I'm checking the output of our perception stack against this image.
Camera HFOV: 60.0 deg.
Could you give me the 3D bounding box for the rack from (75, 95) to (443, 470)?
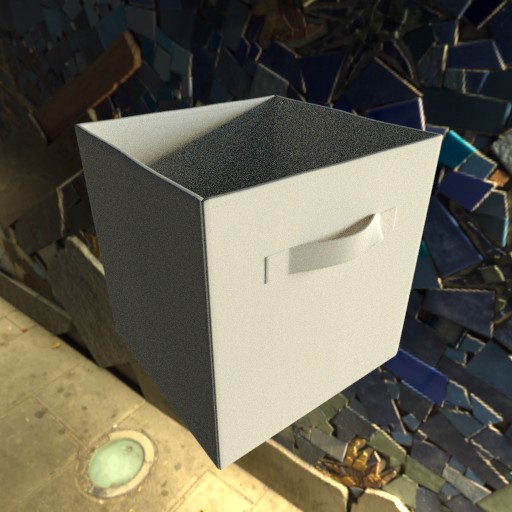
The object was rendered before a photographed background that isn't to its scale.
[{"bbox_3d":[0.000,0.000,0.499,0.270,0.280,0.270,-21,36,-31],"label":"rack"}]
